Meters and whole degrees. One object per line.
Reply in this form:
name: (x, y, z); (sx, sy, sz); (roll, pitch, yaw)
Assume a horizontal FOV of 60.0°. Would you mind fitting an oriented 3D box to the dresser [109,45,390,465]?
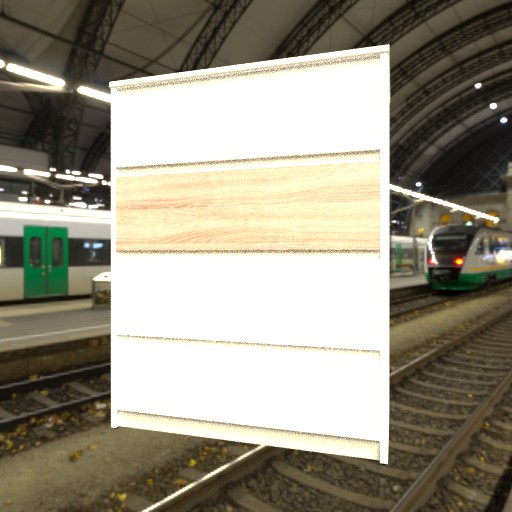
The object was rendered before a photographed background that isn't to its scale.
dresser: (0.000, 0.000, 1.387); (0.800, 1.040, 0.380); (0, 0, 17)
